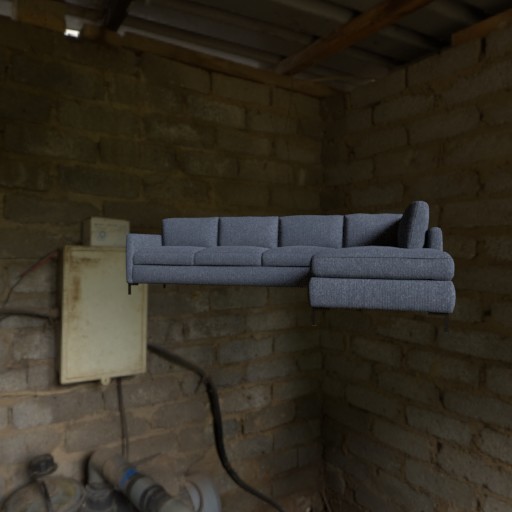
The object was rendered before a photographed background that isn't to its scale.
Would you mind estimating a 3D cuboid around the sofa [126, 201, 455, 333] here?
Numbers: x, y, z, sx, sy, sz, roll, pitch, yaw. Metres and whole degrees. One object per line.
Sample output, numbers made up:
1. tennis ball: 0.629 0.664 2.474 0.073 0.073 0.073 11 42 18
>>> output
1. sofa: 0.000 0.000 3.831 2.949 0.815 2.007 0 1 17
